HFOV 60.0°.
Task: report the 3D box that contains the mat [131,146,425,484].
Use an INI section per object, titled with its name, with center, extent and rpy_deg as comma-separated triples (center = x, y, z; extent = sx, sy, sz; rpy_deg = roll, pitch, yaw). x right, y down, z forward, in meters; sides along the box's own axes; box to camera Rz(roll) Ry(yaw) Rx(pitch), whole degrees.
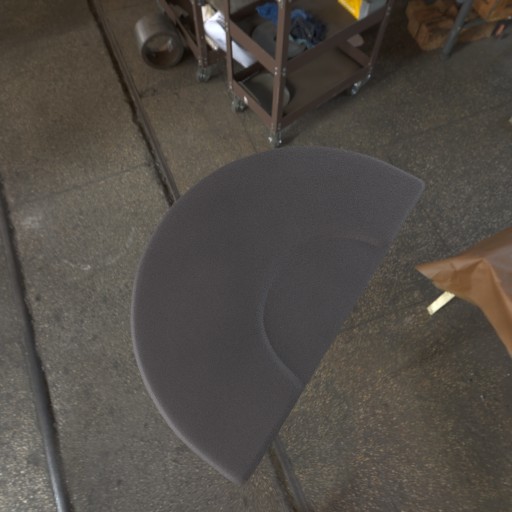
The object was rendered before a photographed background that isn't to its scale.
[mat]
center = 0.000, 0.000, 1.898
extent = 0.917, 0.022, 1.525
rpy_deg = 31, 68, 14
